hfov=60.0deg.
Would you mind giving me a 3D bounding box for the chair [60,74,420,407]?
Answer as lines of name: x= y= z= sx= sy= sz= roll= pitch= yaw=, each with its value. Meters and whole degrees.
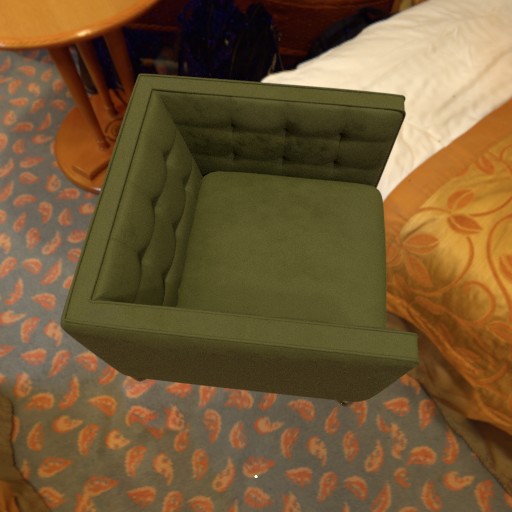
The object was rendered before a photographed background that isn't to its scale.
chair: x=0.000 y=0.000 z=1.569 sx=0.894 sy=0.790 sz=0.880 roll=6 pitch=64 yaw=3
